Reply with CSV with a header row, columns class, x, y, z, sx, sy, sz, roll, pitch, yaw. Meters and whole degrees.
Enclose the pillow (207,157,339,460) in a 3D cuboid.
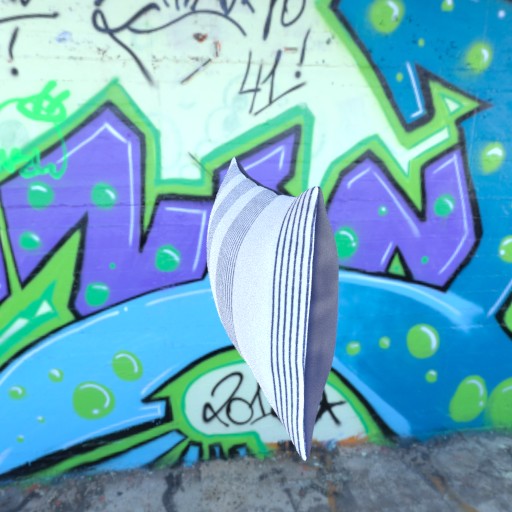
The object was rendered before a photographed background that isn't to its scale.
class,x,y,z,sx,sy,sz,roll,pitch,yaw
pillow,0.000,0.000,0.709,0.151,0.287,0.610,-2,15,-9
